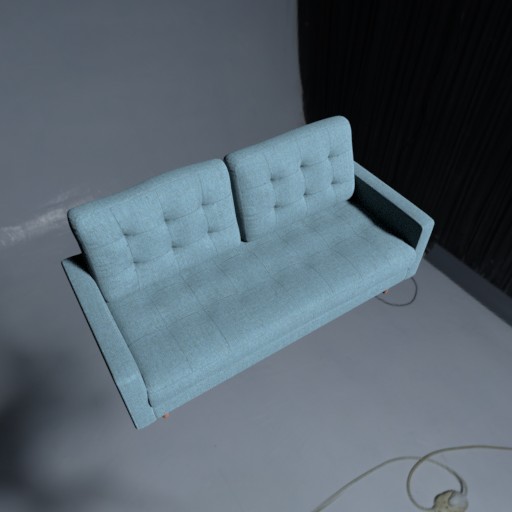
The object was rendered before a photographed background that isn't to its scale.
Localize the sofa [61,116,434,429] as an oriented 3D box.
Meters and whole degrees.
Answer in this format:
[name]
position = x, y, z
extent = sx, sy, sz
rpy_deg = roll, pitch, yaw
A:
[sofa]
position = 0.000, 0.000, 2.655
extent = 2.010, 1.050, 0.966
rpy_deg = -25, 51, -22
